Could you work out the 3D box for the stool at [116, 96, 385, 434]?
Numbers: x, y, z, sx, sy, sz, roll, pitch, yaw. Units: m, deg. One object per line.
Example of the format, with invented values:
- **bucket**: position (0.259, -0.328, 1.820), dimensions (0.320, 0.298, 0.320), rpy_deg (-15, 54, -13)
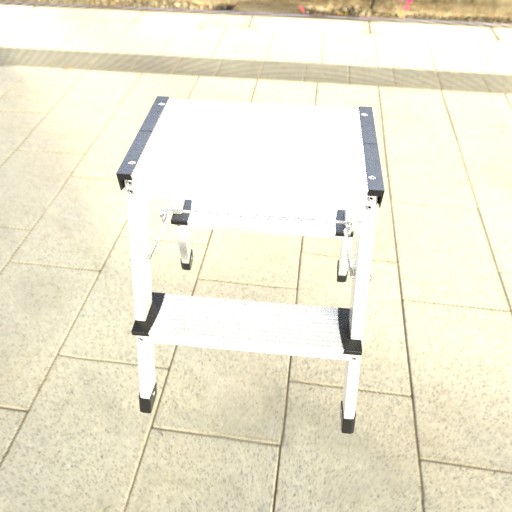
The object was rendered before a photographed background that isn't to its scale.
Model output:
- **stool**: position (0.000, 0.000, 0.786), dimensions (0.404, 0.480, 0.405), rpy_deg (4, 47, 4)
